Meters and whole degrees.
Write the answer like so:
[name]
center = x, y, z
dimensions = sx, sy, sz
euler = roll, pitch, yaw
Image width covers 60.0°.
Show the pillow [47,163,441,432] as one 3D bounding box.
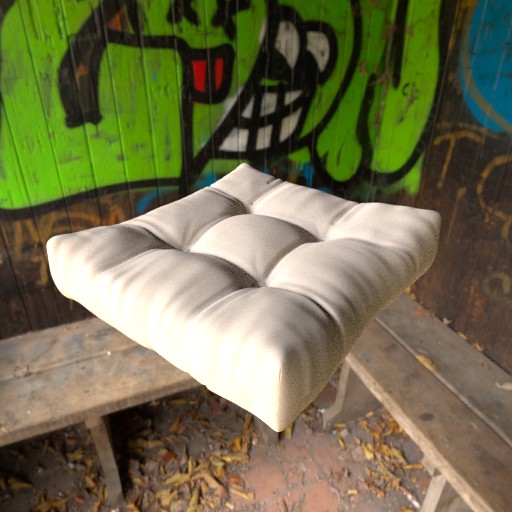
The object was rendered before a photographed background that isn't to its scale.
[pillow]
center = 0.000, 0.000, 0.740
dimensions = 0.468, 0.128, 0.490
euler = 21, 36, 32
